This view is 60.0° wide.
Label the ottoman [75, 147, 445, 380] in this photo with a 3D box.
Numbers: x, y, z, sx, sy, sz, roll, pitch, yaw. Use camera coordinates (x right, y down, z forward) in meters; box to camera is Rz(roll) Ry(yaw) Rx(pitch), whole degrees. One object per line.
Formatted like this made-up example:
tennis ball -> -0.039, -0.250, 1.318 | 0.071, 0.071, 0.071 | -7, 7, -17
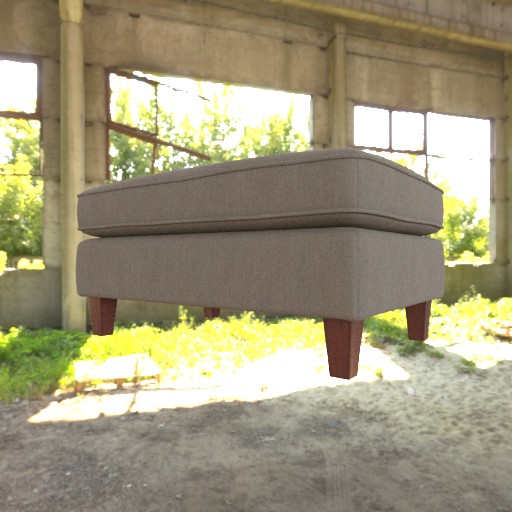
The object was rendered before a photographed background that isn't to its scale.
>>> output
ottoman -> 0.000, 0.000, 1.311 | 0.941, 0.480, 0.636 | 0, 0, 36
